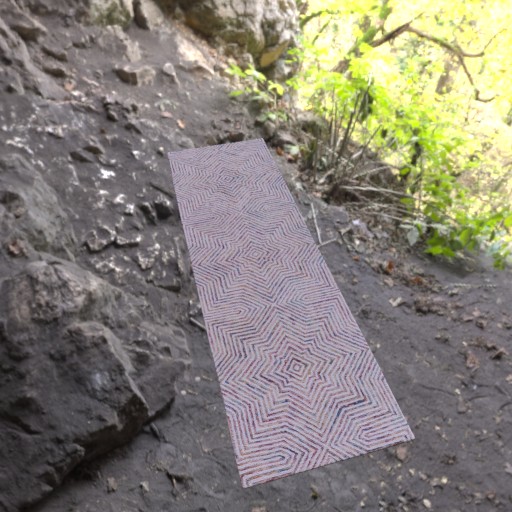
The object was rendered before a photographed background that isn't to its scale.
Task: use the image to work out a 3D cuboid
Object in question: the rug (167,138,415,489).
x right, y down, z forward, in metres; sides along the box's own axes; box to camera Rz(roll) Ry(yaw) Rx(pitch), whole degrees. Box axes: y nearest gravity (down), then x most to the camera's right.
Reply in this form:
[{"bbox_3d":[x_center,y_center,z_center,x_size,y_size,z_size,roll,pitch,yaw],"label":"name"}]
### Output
[{"bbox_3d":[0.000,0.000,2.643,0.771,0.009,2.443,-11,48,-10],"label":"rug"}]
